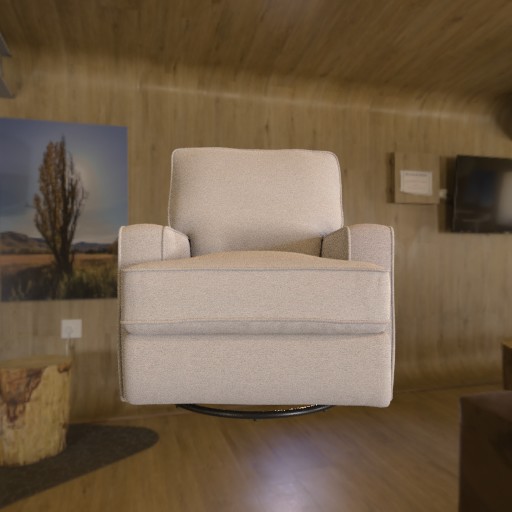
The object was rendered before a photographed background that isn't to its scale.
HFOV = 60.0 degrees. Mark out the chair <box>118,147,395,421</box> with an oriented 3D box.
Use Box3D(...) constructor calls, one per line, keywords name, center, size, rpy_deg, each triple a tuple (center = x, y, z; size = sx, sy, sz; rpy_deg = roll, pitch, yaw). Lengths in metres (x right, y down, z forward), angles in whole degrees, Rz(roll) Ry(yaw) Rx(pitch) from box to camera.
Box3D(name="chair", center=(0.000, 0.000, 1.684), size=(0.861, 0.964, 0.969), rpy_deg=(0, 0, 0))
